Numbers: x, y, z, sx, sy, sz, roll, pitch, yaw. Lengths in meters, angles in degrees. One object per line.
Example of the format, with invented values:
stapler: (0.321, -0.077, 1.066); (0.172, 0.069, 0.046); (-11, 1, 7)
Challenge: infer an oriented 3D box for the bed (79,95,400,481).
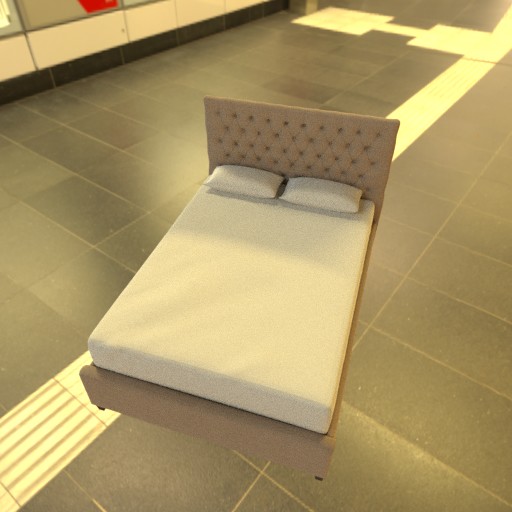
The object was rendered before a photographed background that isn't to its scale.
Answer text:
bed: (0.000, 0.000, 3.359); (1.698, 1.427, 2.387); (12, 43, 13)
